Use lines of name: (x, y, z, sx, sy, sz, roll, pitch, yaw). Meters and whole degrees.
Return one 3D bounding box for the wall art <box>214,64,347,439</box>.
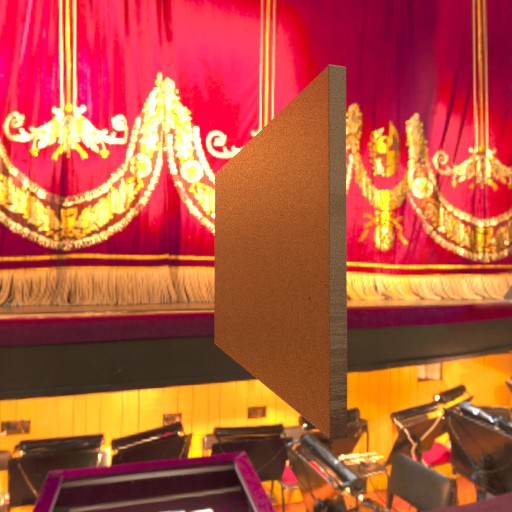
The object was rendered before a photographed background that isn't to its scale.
wall art: (0.000, 0.000, 0.780, 0.021, 0.410, 0.615, 0, -1, -17)
